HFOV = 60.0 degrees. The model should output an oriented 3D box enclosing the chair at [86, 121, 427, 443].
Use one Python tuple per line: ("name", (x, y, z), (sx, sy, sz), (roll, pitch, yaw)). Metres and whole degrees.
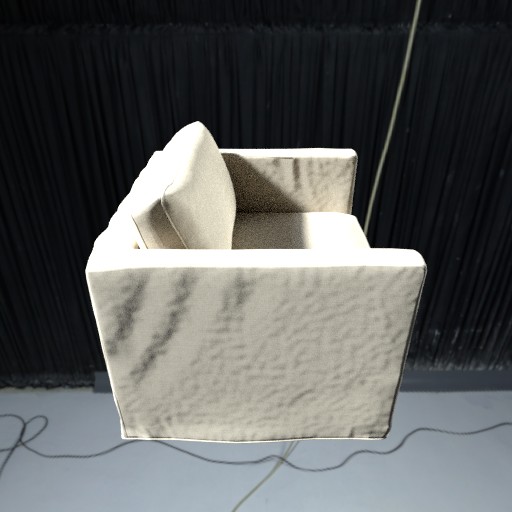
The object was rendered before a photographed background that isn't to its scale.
("chair", (0.000, 0.000, 1.743), (0.949, 0.867, 1.057), (0, 31, 0))
